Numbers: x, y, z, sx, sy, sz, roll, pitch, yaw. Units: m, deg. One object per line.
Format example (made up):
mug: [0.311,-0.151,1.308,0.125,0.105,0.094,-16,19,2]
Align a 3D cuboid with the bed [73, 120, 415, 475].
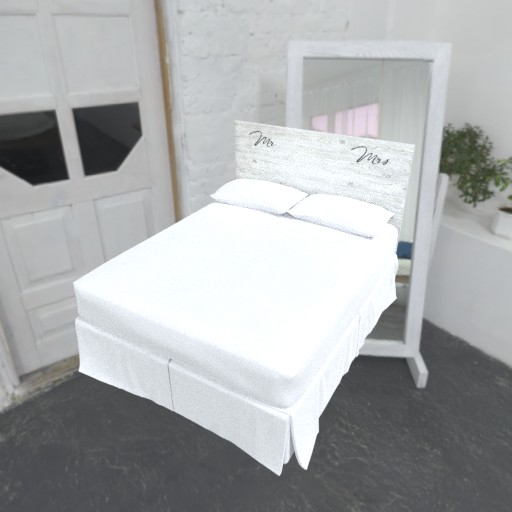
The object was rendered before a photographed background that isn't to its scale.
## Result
bed: [0.000,0.000,3.195,1.745,1.335,2.094,16,33,27]
